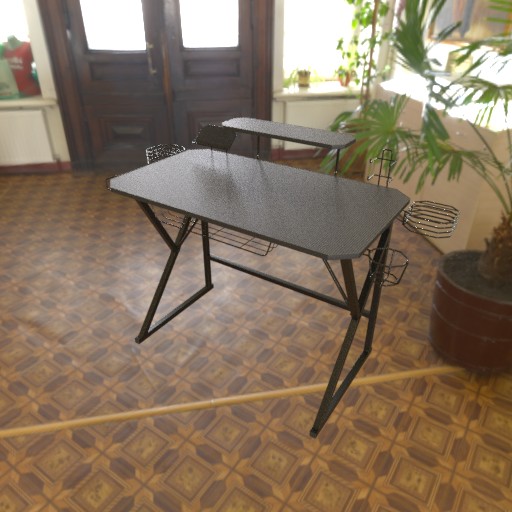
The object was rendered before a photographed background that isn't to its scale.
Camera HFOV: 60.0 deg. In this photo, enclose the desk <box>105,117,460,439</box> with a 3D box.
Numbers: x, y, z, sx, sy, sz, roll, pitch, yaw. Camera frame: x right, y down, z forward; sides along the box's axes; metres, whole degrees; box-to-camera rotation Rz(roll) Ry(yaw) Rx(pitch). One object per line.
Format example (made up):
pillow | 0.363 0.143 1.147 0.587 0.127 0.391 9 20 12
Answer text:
desk | 0.000 0.000 1.704 1.290 0.880 0.580 19 35 29
